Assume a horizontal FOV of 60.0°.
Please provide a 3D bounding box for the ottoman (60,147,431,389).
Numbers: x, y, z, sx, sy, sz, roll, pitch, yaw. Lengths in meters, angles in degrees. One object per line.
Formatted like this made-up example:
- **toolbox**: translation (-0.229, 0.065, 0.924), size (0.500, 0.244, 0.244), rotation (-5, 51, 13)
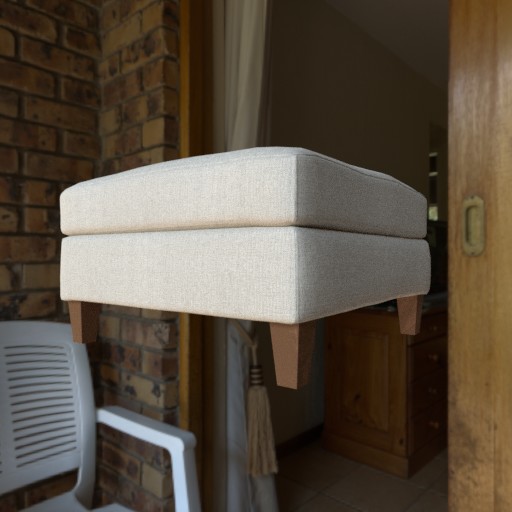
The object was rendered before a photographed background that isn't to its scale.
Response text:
- **ottoman**: translation (0.000, 0.000, 1.368), size (0.838, 0.503, 0.838), rotation (0, 0, 37)
